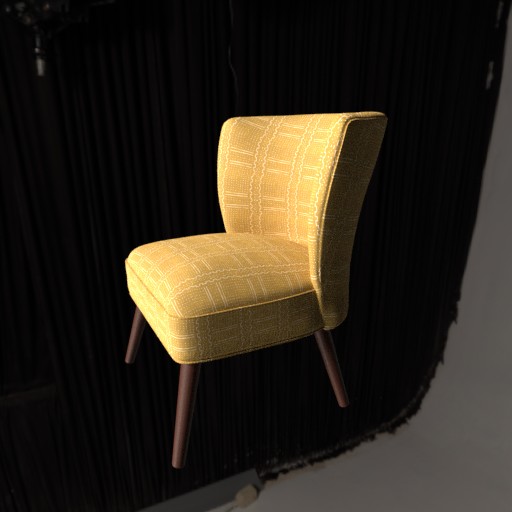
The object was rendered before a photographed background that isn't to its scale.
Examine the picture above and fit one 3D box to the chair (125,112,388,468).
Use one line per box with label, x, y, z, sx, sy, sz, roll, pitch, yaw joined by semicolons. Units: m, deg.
chair;0.000;0.000;1.397;0.758;0.866;0.706;-8;18;-26
